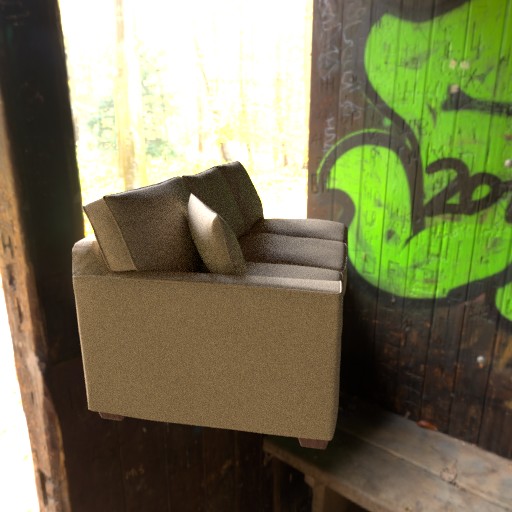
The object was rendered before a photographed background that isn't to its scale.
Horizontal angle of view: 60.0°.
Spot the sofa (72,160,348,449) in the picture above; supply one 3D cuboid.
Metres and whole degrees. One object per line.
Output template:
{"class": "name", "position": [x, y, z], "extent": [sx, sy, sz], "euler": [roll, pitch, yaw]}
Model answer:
{"class": "sofa", "position": [0.000, 0.000, 2.520], "extent": [1.034, 0.946, 1.962], "euler": [3, 16, 11]}
